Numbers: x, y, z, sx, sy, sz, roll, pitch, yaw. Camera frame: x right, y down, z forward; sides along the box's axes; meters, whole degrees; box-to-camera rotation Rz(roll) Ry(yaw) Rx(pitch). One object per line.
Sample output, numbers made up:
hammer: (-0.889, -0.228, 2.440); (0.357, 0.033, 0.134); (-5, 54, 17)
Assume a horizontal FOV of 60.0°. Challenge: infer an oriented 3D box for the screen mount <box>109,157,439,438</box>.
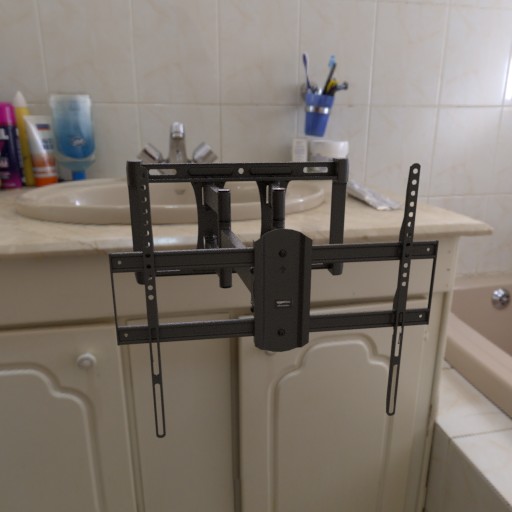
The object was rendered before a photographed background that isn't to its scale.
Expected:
screen mount: (0.000, 0.000, 0.931); (0.571, 0.424, 0.556); (-2, 17, -8)
